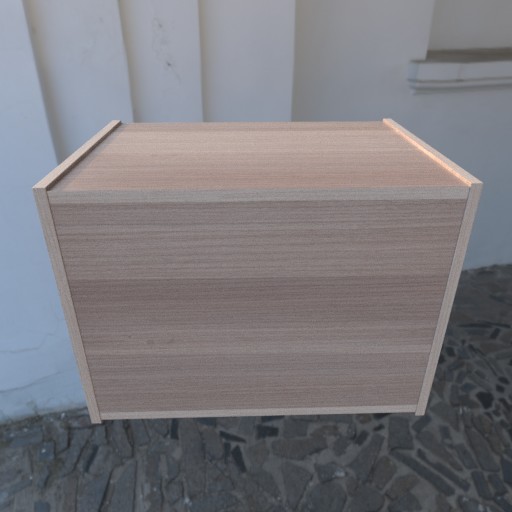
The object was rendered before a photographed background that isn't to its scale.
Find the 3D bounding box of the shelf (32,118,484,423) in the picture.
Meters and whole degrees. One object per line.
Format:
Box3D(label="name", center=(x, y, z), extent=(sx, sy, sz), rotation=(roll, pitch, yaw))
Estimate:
Box3D(label="shelf", center=(0.000, 0.000, 0.606), extent=(0.415, 0.305, 0.290), rotation=(-1, 29, -2))
